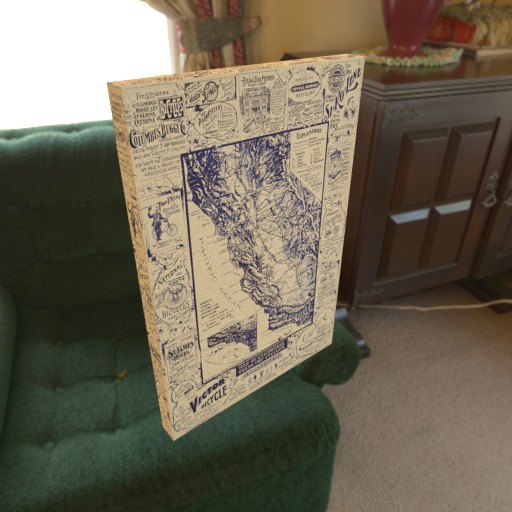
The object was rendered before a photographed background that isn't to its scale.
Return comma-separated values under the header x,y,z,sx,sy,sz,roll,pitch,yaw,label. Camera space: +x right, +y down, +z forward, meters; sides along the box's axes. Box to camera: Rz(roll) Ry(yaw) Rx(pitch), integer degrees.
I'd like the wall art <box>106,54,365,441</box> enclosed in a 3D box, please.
x,y,z,sx,sy,sz,roll,pitch,yaw,label
0.000,0.000,0.758,0.408,0.601,0.040,-22,38,-32,wall art
